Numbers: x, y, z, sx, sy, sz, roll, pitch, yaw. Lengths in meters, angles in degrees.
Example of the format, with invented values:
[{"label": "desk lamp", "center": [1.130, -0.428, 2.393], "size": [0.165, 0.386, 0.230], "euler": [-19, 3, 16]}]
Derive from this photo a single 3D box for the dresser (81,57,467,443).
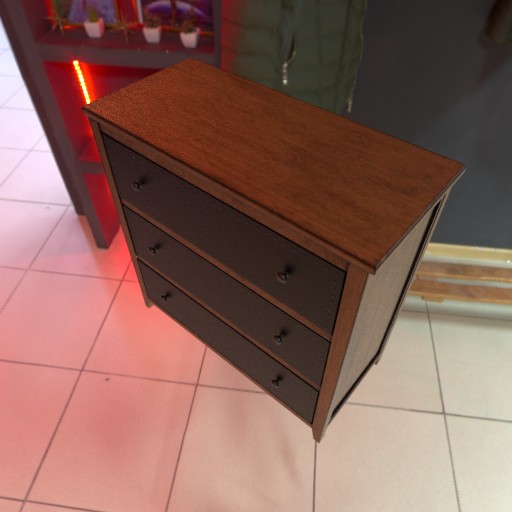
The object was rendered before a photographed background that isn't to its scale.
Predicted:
[{"label": "dresser", "center": [0.000, 0.000, 1.967], "size": [1.250, 1.224, 0.591], "euler": [32, 55, 26]}]
